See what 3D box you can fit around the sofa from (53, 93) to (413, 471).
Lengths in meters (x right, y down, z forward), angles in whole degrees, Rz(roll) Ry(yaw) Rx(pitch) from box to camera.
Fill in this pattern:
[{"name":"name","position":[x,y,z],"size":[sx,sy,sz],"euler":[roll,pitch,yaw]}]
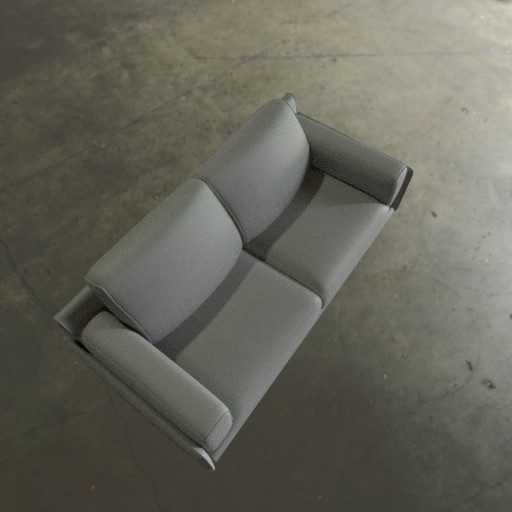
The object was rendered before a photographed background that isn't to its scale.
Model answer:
[{"name":"sofa","position":[0.000,0.000,2.596],"size":[0.969,0.900,2.100],"euler":[32,64,18]}]
